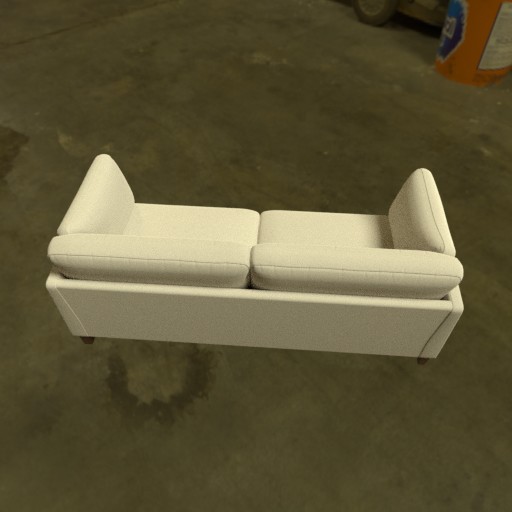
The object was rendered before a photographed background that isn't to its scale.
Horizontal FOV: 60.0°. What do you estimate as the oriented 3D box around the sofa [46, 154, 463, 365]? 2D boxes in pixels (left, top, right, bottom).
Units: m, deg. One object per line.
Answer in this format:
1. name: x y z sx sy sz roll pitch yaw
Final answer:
1. sofa: 0.000 0.000 2.801 2.301 0.863 0.957 3 48 3
